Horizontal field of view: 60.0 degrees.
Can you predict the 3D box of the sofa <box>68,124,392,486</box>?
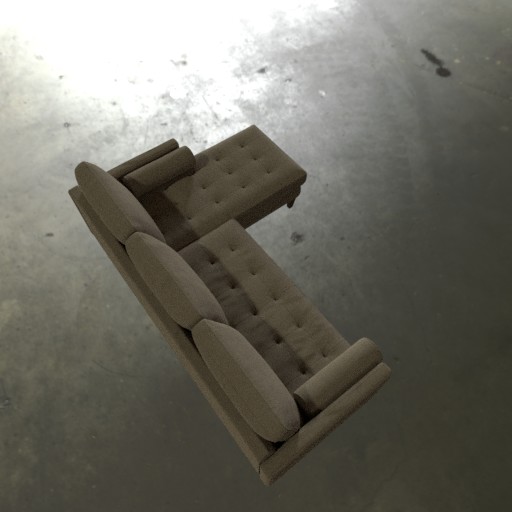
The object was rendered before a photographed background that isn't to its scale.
[{"bbox_3d":[0.000,0.000,2.870,1.506,0.875,2.178,-33,64,-19],"label":"sofa"}]
